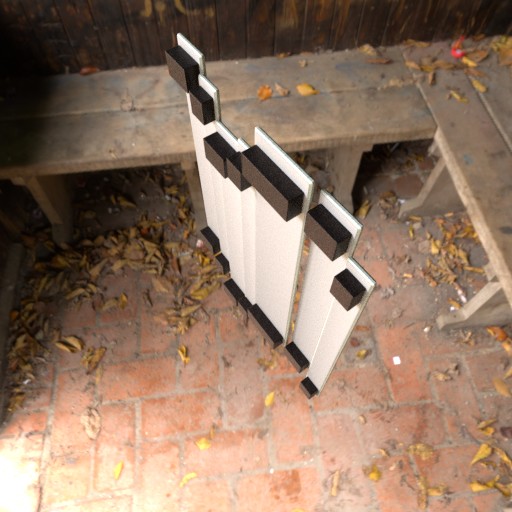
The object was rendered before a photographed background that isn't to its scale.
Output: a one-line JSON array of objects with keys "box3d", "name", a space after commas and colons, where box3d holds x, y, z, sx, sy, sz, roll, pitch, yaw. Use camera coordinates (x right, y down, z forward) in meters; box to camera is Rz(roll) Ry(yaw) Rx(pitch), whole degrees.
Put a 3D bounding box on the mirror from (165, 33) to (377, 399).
[{"box3d": [0.000, 0.000, 0.790, 0.058, 0.611, 0.445, -32, 64, -18], "name": "mirror"}]
